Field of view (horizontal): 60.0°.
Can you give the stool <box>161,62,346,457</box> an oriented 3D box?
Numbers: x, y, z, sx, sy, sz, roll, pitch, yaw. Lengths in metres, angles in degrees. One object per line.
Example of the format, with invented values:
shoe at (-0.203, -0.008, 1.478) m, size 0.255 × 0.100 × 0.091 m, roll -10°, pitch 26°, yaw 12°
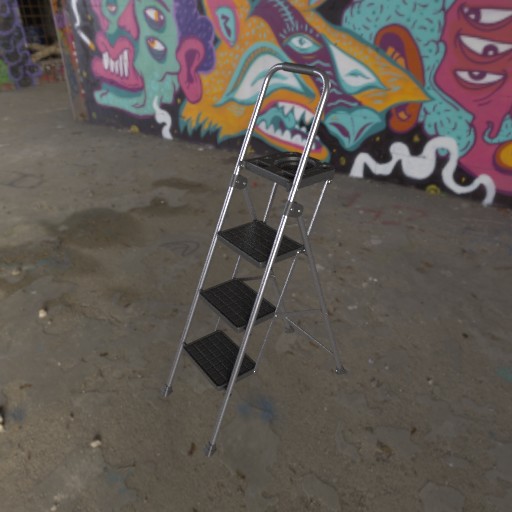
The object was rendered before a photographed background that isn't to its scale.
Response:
stool at (0.000, 0.000, 1.627) m, size 0.733 × 1.277 × 0.396 m, roll -20°, pitch 36°, yaw -31°
